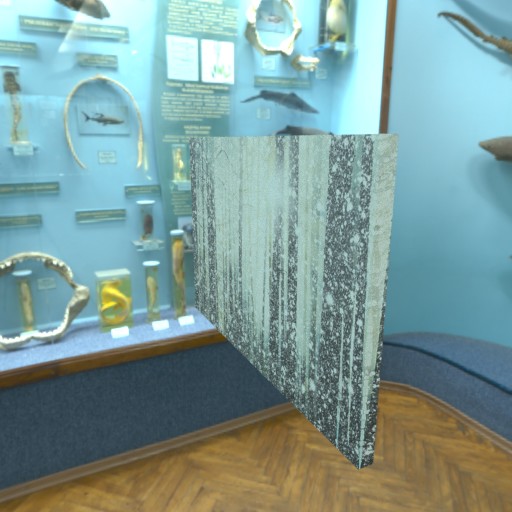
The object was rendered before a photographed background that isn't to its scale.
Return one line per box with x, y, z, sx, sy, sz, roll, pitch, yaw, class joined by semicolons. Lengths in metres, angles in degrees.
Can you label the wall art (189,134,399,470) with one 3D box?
0.000;0.000;1.149;0.038;0.598;0.919;-7;16;-25;wall art
